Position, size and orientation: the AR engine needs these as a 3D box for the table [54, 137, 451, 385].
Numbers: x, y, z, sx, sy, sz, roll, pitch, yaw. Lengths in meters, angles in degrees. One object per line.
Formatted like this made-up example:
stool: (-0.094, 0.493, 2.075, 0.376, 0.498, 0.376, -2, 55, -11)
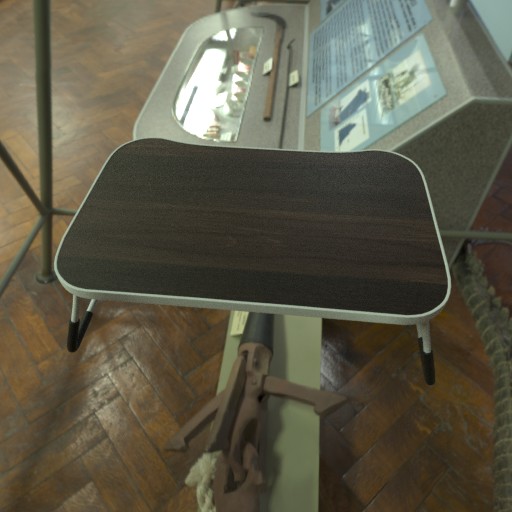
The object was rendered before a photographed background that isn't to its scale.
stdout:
table: (0.000, 0.000, 0.830, 0.660, 0.232, 0.400, 4, 47, 4)
